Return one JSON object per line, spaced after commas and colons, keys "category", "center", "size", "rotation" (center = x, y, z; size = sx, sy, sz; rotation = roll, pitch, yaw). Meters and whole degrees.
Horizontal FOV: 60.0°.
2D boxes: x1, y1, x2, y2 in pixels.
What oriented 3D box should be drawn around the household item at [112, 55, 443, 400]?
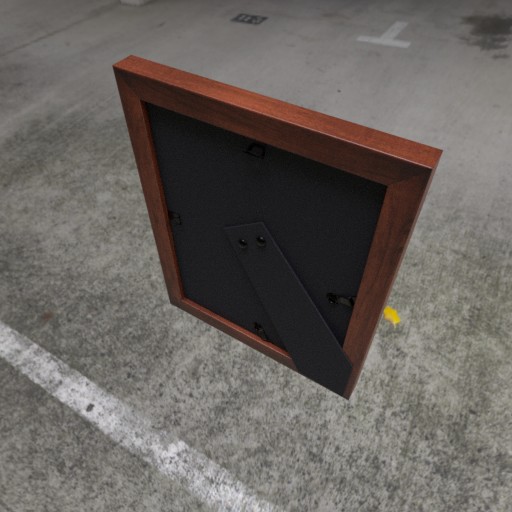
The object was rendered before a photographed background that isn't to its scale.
{"category": "household item", "center": [0.000, 0.000, 0.336], "size": [0.200, 0.250, 0.020], "rotation": [25, 53, 21]}
